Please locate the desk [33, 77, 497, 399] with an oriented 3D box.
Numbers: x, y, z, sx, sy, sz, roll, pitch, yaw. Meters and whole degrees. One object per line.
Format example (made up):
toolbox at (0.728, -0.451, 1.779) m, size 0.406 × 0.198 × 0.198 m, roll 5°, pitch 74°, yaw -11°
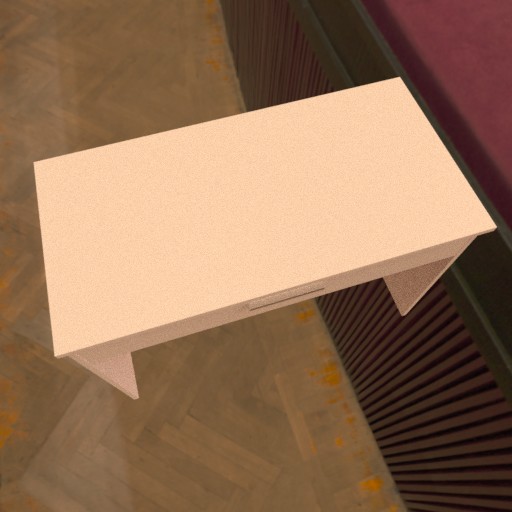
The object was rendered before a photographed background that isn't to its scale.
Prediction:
desk at (0.000, 0.000, 1.490) m, size 1.100 × 0.730 × 0.560 m, roll -16°, pitch 64°, yaw -8°
